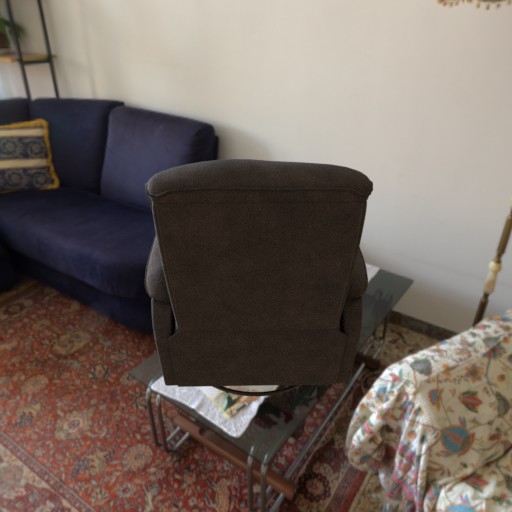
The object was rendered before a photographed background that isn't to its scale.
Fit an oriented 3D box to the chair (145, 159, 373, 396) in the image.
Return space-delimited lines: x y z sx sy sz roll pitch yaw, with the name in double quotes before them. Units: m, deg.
"chair" 0.000 0.000 1.749 0.830 1.035 1.009 -1 30 -1
